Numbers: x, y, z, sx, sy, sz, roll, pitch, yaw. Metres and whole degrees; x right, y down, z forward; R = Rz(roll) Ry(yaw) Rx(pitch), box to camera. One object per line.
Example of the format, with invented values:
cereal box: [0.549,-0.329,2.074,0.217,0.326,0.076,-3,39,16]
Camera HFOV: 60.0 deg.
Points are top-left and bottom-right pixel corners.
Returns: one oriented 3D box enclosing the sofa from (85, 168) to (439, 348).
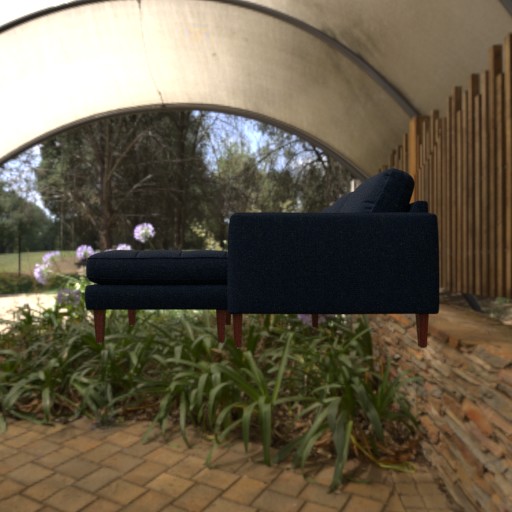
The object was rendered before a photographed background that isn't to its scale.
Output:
sofa: [0.000,0.000,3.020,1.613,0.841,2.185,0,0,0]
